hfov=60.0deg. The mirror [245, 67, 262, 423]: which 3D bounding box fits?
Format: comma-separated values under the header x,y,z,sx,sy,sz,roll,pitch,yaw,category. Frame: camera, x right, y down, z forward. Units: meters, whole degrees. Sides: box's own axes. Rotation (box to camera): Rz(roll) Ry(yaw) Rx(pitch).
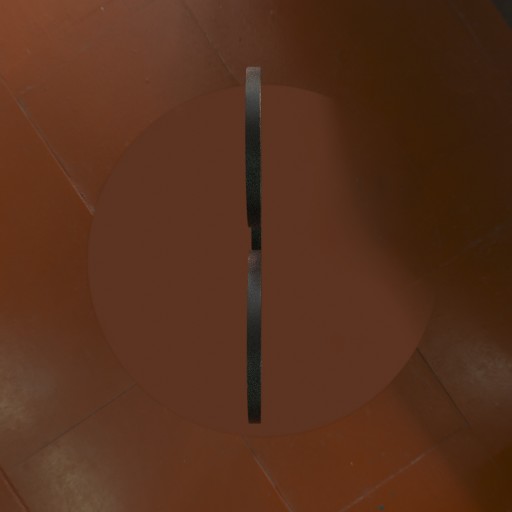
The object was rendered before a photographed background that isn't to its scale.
x,y,z,sx,sy,sz,roll,pitch,yaw,category
0.000,0.000,3.223,0.076,2.096,2.160,0,89,1,mirror
